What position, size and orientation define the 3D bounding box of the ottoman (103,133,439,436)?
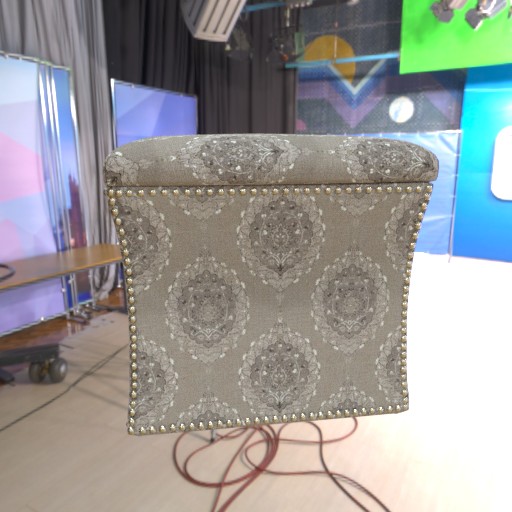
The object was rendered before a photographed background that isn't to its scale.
[{"bbox_3d":[0.000,0.000,0.898,0.507,0.473,0.497,-2,14,-8],"label":"ottoman"}]
